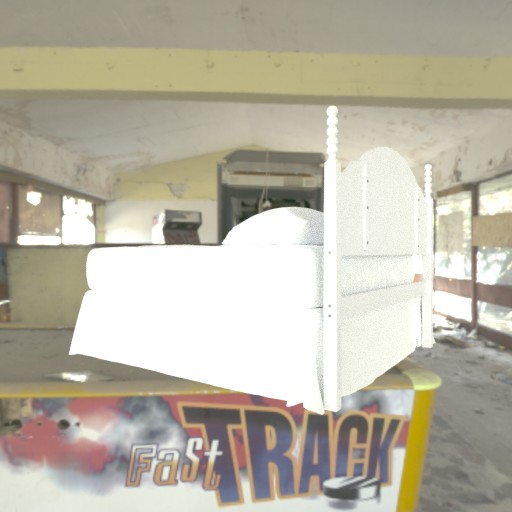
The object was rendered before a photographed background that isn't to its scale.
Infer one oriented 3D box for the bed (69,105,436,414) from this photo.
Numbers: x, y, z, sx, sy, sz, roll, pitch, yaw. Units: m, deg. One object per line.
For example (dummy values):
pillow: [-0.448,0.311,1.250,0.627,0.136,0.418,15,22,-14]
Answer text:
bed: [0.000,0.000,3.192,2.040,1.356,1.873,0,1,36]
